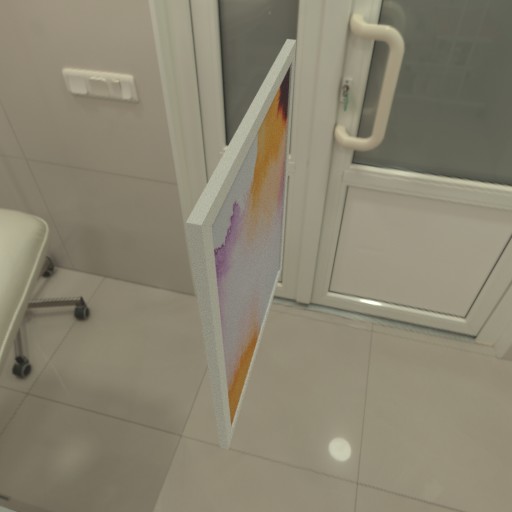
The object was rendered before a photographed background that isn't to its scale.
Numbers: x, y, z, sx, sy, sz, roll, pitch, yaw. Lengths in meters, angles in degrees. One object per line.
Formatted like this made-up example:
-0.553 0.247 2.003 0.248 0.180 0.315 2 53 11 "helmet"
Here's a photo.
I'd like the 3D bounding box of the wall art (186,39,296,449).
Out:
0.000 0.000 0.633 0.013 0.456 0.382 11 47 10 "wall art"
